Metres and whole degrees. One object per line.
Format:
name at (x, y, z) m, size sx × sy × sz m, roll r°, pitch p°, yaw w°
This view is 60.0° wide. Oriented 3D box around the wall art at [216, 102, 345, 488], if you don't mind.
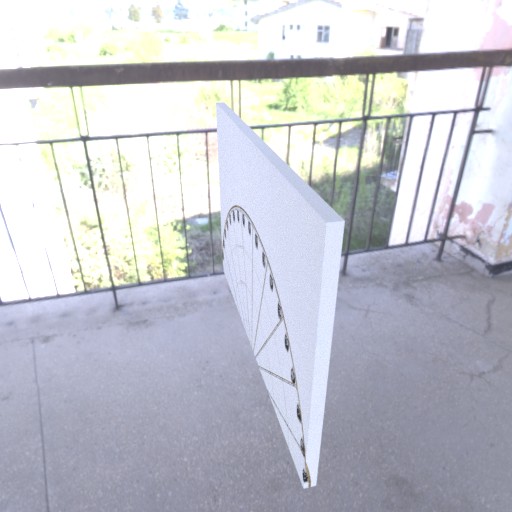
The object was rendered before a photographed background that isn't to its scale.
wall art at (0.000, 0.000, 1.456) m, size 0.038 × 0.767 × 1.144 m, roll -7°, pitch 30°, yaw -12°
